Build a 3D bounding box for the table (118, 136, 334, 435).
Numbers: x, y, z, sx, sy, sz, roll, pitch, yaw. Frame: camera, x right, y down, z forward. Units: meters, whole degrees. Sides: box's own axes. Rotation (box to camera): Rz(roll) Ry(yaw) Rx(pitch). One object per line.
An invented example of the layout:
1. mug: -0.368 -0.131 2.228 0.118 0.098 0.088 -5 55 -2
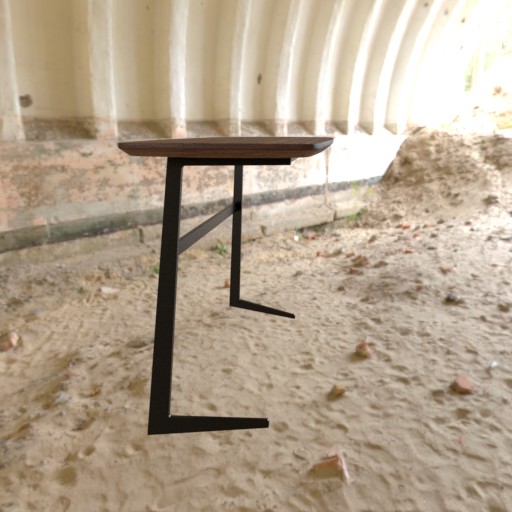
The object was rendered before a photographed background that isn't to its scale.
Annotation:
1. table: 0.000 0.000 1.127 0.361 0.576 0.804 3 16 10
